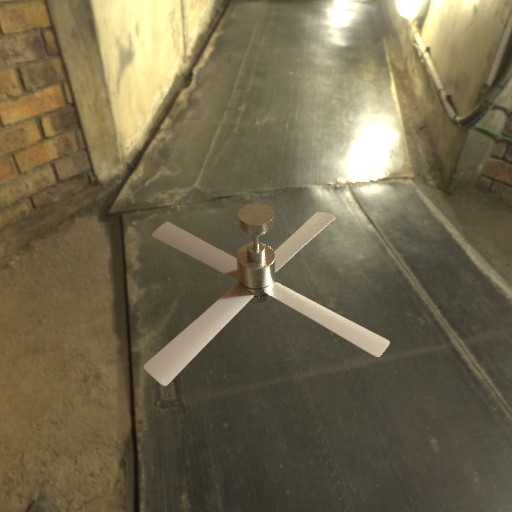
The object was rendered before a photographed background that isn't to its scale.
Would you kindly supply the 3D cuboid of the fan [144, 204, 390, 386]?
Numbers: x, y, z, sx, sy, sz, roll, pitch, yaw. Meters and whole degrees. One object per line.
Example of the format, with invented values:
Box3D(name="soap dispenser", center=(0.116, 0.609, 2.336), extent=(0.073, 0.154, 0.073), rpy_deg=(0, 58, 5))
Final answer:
Box3D(name="fan", center=(0.000, 0.000, 2.307), extent=(1.525, 0.539, 1.525), rpy_deg=(27, 49, 27))
